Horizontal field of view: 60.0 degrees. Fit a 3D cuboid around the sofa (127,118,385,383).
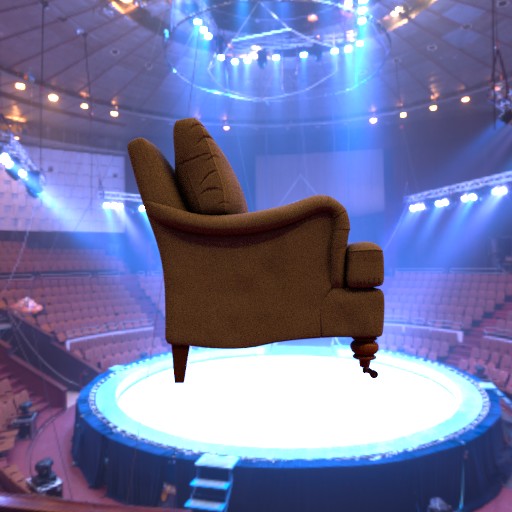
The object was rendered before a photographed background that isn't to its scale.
[{"bbox_3d":[0.000,0.000,2.837,1.069,1.096,2.193,0,-2,0],"label":"sofa"}]
